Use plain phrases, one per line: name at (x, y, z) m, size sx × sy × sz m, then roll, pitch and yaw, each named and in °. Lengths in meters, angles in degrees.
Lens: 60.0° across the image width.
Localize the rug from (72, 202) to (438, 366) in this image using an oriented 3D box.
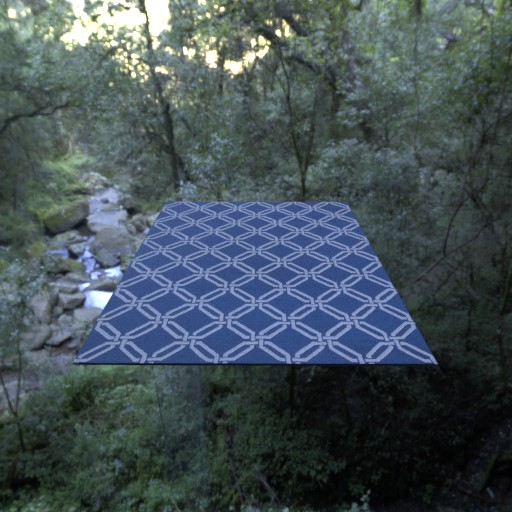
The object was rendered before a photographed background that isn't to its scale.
rug at (0.000, 0.000, 4.441) m, size 2.432 × 0.018 × 3.342 m, roll 0°, pitch 26°, yaw 0°
